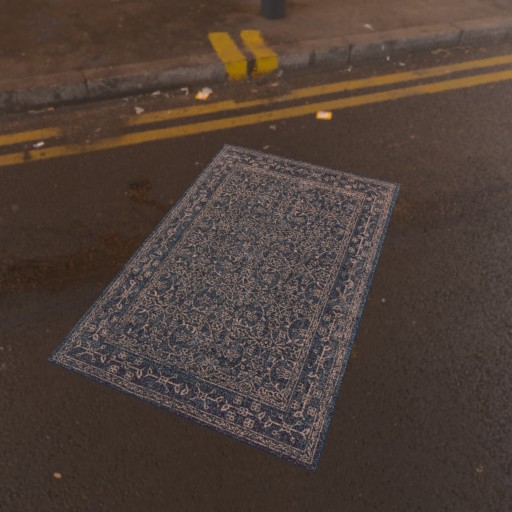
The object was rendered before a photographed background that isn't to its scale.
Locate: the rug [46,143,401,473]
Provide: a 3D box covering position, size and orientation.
[{"bbox_3d":[0.000,0.000,2.319,1.200,0.005,1.819,17,49,15],"label":"rug"}]
